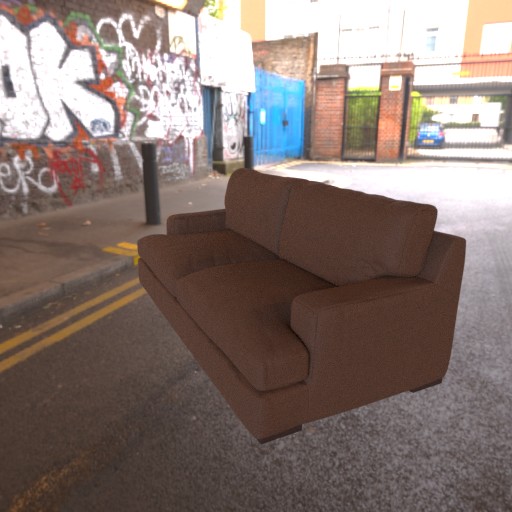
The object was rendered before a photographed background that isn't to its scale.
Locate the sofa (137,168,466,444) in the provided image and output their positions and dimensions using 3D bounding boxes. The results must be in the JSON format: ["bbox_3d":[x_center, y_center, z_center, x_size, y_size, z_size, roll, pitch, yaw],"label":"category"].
[{"bbox_3d":[0.000,0.000,2.891,1.140,0.950,2.274,-8,18,-25],"label":"sofa"}]
